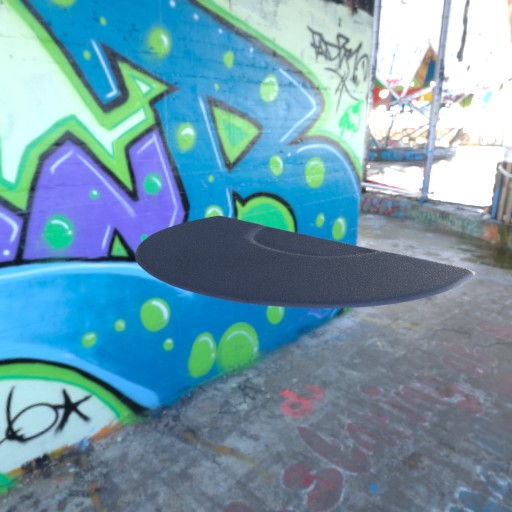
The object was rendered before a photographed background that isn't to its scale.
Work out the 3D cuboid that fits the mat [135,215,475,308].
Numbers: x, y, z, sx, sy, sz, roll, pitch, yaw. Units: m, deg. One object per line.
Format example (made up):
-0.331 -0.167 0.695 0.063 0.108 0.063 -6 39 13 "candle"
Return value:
0.000 0.000 1.913 1.525 0.016 0.917 16 23 42 "mat"
